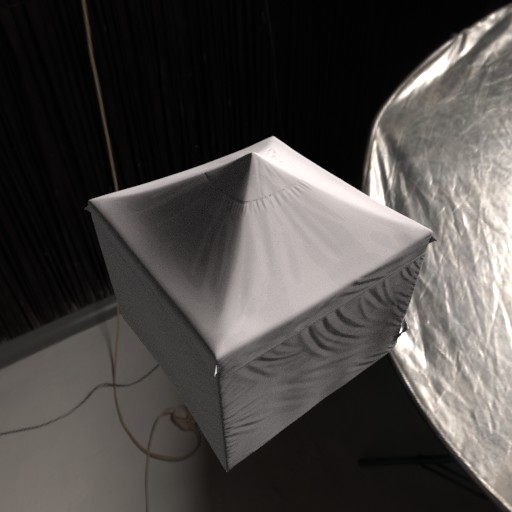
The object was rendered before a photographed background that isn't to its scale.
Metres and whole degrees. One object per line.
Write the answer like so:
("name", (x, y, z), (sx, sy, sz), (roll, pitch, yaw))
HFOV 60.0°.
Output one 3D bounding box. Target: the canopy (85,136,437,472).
("canopy", (0.000, 0.000, 5.685), (3.121, 2.997, 3.043), (-26, 48, -27))
